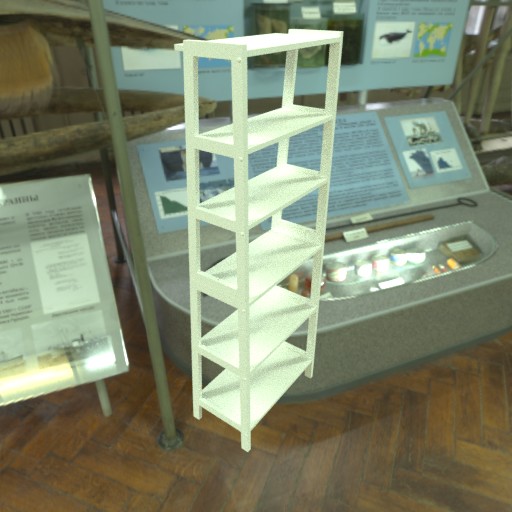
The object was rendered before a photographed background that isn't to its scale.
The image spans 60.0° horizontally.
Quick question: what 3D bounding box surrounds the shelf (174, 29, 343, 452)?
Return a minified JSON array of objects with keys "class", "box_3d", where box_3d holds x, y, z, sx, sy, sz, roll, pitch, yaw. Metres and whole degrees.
[{"class":"shelf","box_3d":[0.000,0.000,2.111,0.381,1.892,0.660,21,36,31]}]
